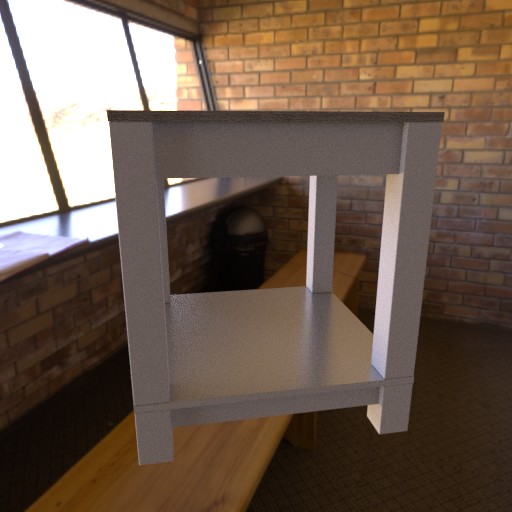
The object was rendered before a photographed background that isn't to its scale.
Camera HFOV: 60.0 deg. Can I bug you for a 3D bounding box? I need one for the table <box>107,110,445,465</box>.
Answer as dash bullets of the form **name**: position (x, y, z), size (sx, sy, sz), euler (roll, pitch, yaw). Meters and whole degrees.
- **table**: position (0.000, 0.000, 0.968), size (0.506, 0.587, 0.504), euler (-3, 17, -10)
